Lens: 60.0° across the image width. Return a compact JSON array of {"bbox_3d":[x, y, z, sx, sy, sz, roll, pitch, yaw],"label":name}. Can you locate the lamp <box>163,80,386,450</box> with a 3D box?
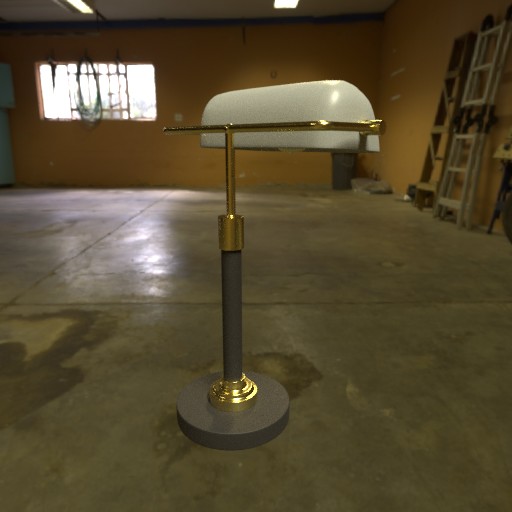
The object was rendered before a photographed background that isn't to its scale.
[{"bbox_3d":[0.000,0.000,0.551,0.269,0.404,0.227,13,20,42],"label":"lamp"}]
